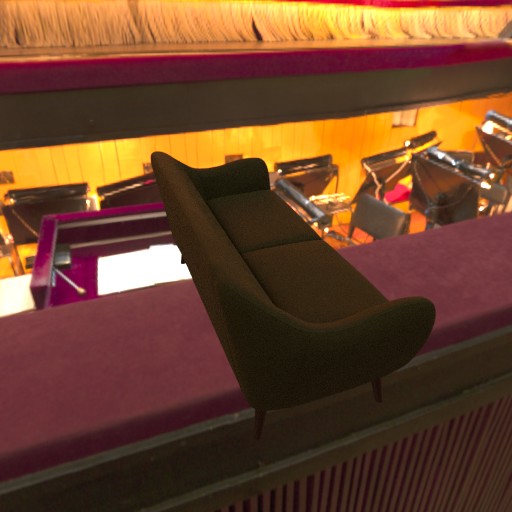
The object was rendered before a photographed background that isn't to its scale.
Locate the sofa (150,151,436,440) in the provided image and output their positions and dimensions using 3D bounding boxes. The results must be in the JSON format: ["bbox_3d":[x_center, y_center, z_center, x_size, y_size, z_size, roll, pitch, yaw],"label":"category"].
[{"bbox_3d":[0.000,0.000,2.353,0.820,0.836,1.840,-11,32,-17],"label":"sofa"}]
